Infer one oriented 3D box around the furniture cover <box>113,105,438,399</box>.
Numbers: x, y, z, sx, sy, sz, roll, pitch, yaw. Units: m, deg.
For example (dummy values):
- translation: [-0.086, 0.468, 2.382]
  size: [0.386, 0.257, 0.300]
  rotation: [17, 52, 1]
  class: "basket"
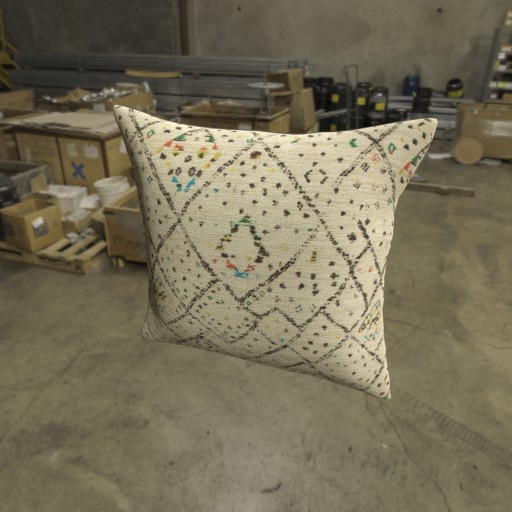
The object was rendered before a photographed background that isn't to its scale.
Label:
- translation: [0.000, 0.000, 0.782]
  size: [0.525, 0.498, 0.180]
  rotation: [9, 28, 17]
  class: "furniture cover"
